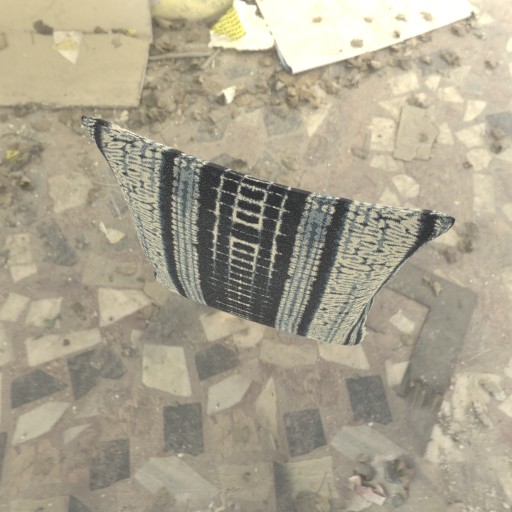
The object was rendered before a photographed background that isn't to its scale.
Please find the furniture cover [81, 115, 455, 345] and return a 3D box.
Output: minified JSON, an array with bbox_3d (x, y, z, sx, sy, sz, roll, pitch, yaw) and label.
[{"bbox_3d":[0.000,0.000,0.668,0.425,0.435,0.133,17,64,8],"label":"furniture cover"}]
